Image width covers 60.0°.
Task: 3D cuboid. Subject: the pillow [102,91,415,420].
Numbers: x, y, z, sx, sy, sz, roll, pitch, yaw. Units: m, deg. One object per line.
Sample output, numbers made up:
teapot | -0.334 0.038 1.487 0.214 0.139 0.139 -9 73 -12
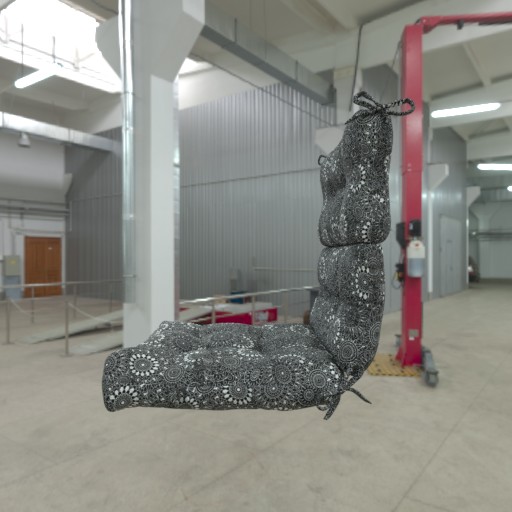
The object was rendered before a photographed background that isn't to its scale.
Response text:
pillow | 0.000 0.000 1.022 0.571 0.605 0.519 0 0 1
